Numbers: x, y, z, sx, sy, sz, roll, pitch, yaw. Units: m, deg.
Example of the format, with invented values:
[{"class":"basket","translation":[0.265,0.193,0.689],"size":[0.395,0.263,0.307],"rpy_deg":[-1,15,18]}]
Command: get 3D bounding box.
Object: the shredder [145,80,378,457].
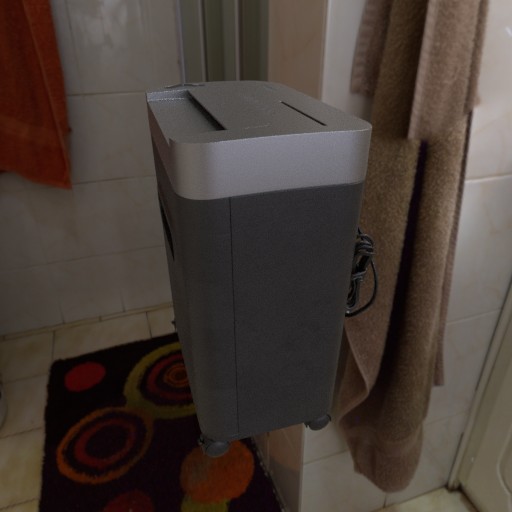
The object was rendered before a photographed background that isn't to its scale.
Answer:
[{"class":"shredder","translation":[0.000,0.000,0.616],"size":[0.237,0.419,0.311],"rpy_deg":[-9,31,-15]}]
